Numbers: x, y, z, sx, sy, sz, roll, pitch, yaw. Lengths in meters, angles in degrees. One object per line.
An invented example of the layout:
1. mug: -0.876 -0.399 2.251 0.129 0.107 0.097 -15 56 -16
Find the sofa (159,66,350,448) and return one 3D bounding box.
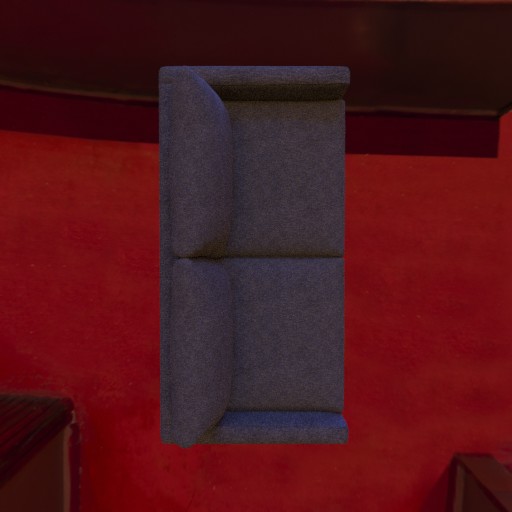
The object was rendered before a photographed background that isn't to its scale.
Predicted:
1. sofa: 0.000 0.000 2.165 0.866 0.862 1.716 0 91 0
